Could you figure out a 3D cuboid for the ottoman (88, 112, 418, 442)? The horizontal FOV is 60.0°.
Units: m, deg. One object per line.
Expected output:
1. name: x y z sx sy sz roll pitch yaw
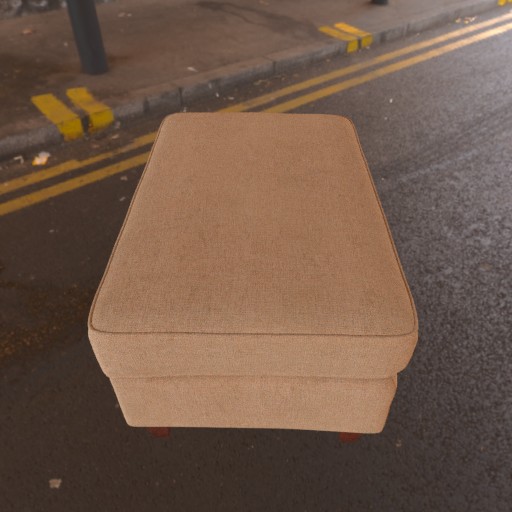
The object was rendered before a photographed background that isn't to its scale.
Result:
1. ottoman: 0.000 0.000 1.181 0.583 0.484 0.862 0 42 1
